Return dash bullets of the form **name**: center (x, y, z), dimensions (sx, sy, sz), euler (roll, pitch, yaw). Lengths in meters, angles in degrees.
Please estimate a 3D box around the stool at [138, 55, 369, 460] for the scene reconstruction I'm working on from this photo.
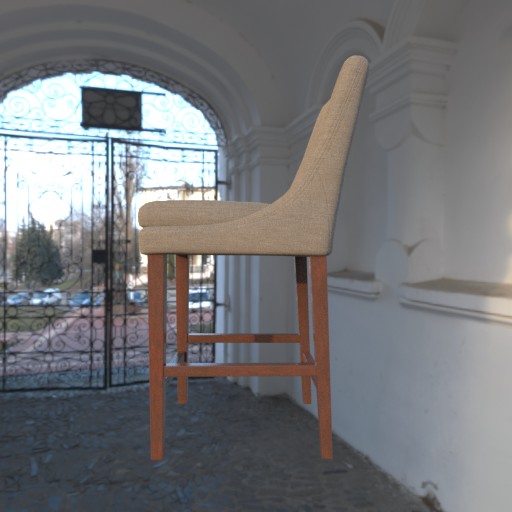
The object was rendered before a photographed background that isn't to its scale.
- **stool**: center (0.000, 0.000, 1.274), dimensions (0.577, 0.981, 0.470), euler (0, 1, -1)
